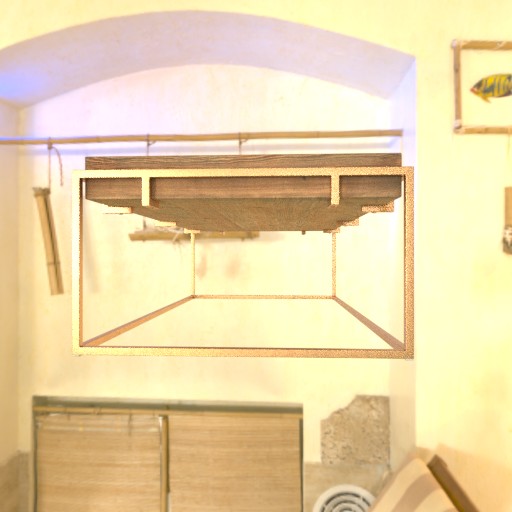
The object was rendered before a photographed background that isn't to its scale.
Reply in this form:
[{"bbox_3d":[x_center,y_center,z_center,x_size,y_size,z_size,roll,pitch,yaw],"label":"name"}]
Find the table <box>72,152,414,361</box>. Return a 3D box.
[{"bbox_3d":[0.000,0.000,1.693,0.775,0.468,1.387,0,0,3],"label":"table"}]
